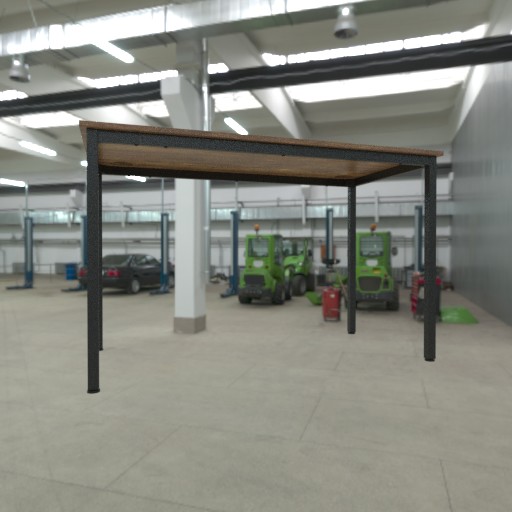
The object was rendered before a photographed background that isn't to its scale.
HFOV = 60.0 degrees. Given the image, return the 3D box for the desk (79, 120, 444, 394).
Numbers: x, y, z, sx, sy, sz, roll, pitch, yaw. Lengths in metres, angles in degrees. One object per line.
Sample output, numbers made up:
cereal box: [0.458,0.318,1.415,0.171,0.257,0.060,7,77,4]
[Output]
desk: [0.000,0.000,1.670,1.200,0.749,0.600,0,1,-18]
